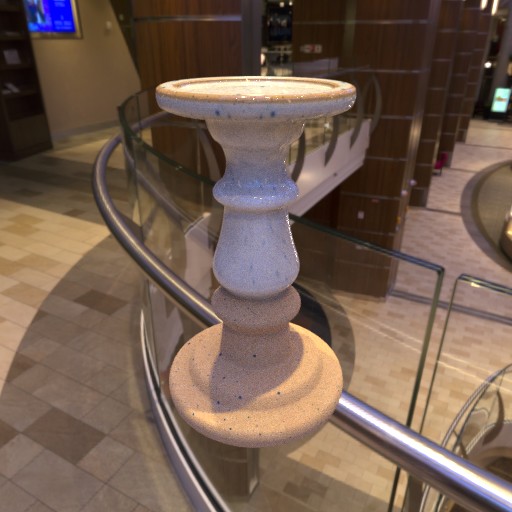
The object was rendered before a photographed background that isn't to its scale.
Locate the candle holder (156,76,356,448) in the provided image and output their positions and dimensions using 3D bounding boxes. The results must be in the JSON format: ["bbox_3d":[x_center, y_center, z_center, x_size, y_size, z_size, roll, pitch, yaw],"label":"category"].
[{"bbox_3d":[0.000,0.000,0.277,0.123,0.202,0.123,0,26,0],"label":"candle holder"}]
